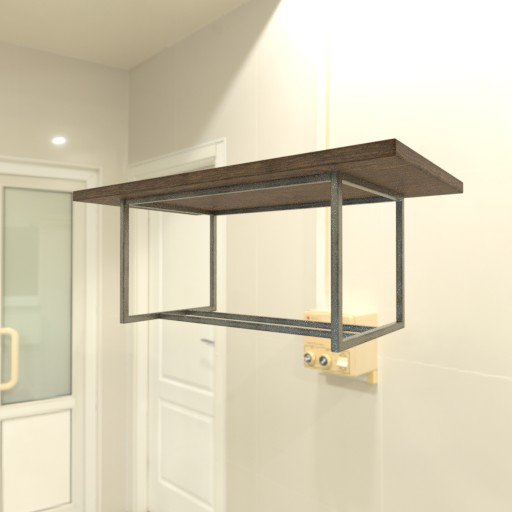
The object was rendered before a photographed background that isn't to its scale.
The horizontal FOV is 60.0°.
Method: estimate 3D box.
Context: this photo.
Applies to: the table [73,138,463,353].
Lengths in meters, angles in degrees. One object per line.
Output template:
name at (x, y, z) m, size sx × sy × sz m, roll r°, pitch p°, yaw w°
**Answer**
table at (0.000, 0.000, 2.546) m, size 1.989 × 0.795 × 1.078 m, roll 0°, pitch -1°, yaw 36°
